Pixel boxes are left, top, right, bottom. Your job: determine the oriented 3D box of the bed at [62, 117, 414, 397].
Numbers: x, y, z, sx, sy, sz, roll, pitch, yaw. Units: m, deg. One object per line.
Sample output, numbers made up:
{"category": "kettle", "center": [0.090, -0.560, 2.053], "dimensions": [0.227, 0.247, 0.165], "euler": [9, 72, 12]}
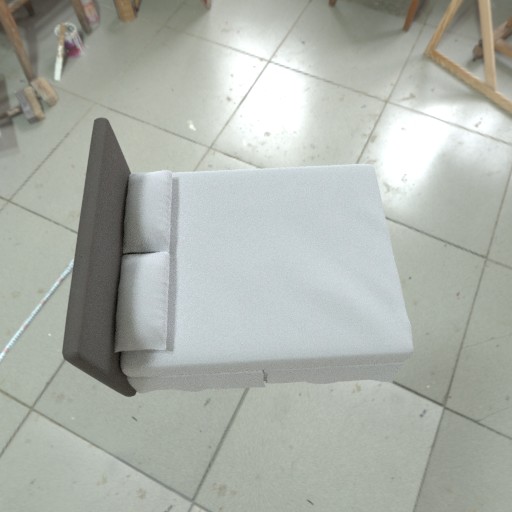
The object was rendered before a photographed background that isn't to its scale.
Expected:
{"category": "bed", "center": [0.000, 0.000, 3.255], "dimensions": [2.142, 1.330, 1.723], "euler": [-3, 64, -1]}
